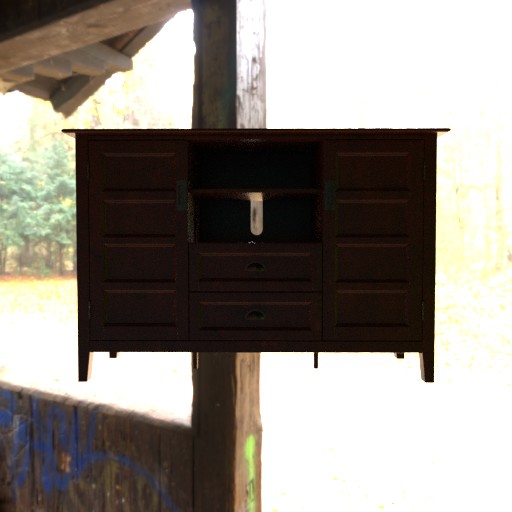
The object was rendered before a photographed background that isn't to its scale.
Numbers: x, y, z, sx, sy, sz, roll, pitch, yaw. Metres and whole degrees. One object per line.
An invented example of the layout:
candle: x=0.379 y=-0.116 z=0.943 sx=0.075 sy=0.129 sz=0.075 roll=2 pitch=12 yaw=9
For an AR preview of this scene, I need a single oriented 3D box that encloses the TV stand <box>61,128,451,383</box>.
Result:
TV stand: x=0.000 y=0.000 z=1.793 sx=1.372 sy=0.915 sz=0.445 roll=0 pitch=2 yaw=1
